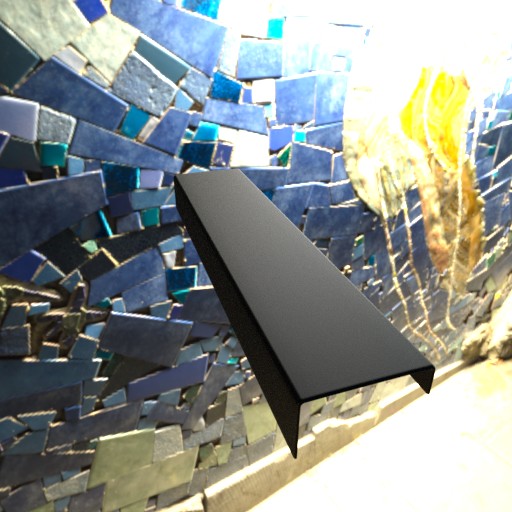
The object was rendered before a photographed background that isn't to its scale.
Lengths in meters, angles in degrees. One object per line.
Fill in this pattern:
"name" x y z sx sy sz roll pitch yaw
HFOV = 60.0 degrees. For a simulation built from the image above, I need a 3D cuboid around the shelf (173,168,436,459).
"shelf" 0.000 0.000 0.482 0.102 0.053 0.456 -9 30 -16
